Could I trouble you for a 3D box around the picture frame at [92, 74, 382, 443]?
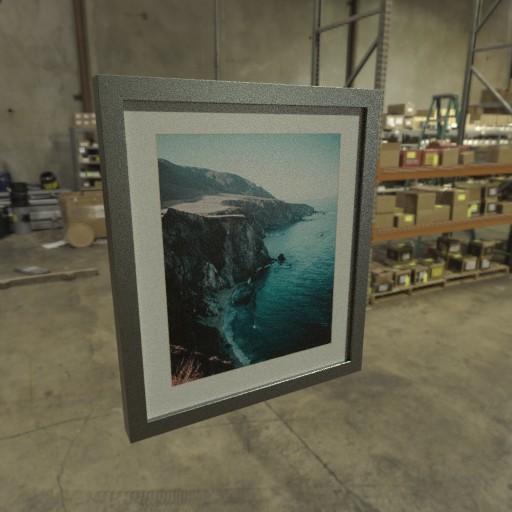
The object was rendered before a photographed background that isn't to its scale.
[{"bbox_3d":[0.000,0.000,1.335,0.839,0.968,0.073,-8,18,-27],"label":"picture frame"}]
